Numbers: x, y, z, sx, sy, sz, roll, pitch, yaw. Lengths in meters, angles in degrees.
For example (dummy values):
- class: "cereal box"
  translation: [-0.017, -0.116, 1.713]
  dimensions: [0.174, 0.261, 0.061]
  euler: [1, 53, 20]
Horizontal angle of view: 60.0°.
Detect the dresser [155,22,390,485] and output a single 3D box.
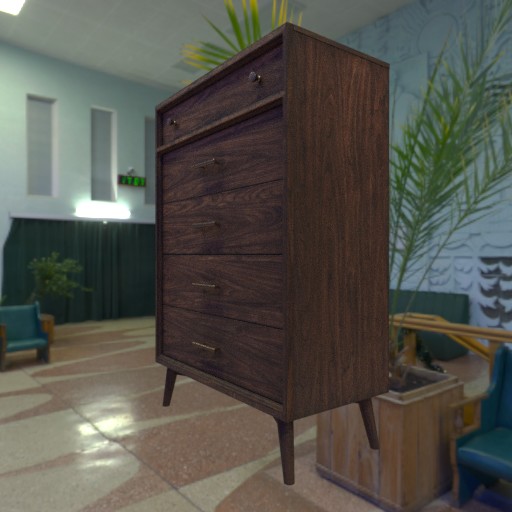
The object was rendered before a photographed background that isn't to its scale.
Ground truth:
- class: "dresser"
  translation: [0.000, 0.000, 1.794]
  dimensions: [0.498, 1.365, 0.919]
  euler: [0, 0, -37]
